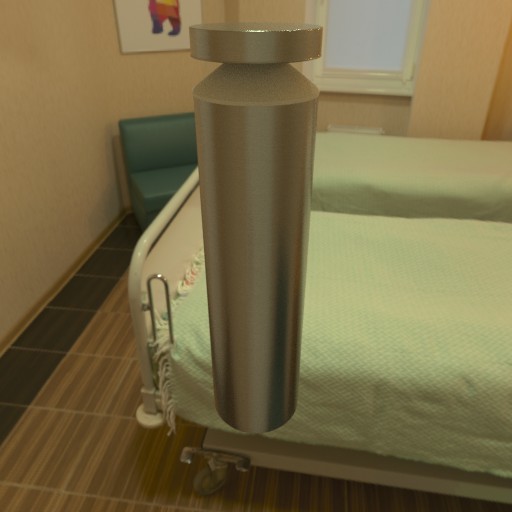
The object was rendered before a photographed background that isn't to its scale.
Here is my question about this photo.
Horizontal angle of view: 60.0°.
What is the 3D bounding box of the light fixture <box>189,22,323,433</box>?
[{"bbox_3d":[0.000,0.000,0.434,0.102,0.400,0.102,-11,33,-18],"label":"light fixture"}]
